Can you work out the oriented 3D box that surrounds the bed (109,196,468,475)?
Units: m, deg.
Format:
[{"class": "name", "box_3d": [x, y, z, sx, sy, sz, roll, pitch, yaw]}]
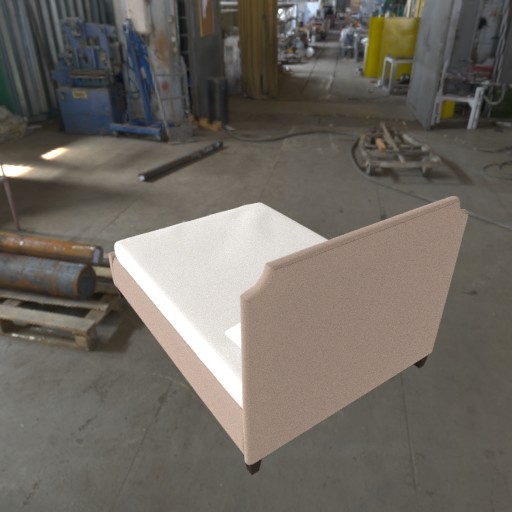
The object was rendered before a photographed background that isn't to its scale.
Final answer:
[{"class": "bed", "box_3d": [0.000, 0.000, 3.510, 1.713, 1.443, 2.372, -19, 35, -30]}]
